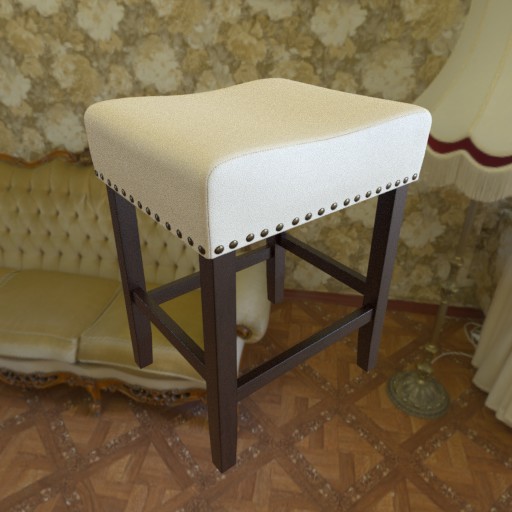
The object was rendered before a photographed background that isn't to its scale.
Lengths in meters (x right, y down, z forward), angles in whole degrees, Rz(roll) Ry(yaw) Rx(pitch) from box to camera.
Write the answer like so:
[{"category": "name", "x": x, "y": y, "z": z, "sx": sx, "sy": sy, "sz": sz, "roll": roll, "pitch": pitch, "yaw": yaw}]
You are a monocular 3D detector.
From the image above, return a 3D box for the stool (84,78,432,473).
[{"category": "stool", "x": 0.000, "y": 0.000, "z": 0.912, "sx": 0.471, "sy": 0.609, "sz": 0.401, "roll": -22, "pitch": 37, "yaw": -32}]
